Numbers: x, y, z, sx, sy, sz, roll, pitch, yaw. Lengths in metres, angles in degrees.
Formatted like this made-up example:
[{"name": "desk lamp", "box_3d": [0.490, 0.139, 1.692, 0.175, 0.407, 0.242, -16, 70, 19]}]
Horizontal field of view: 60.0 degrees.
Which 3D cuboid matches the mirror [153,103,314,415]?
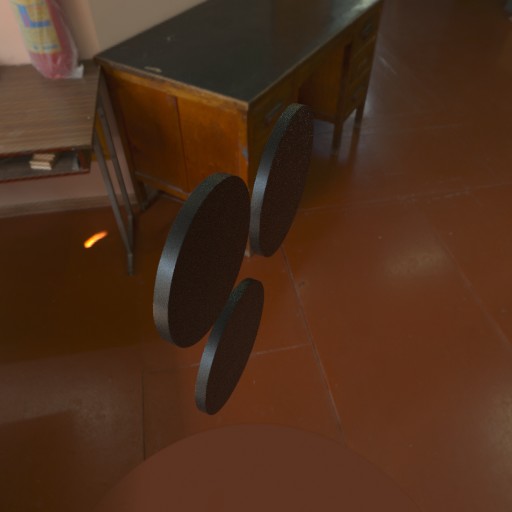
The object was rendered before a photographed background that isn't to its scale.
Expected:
[{"name": "mirror", "box_3d": [0.000, 0.000, 3.123, 0.076, 2.096, 2.160, 18, 50, 15]}]
